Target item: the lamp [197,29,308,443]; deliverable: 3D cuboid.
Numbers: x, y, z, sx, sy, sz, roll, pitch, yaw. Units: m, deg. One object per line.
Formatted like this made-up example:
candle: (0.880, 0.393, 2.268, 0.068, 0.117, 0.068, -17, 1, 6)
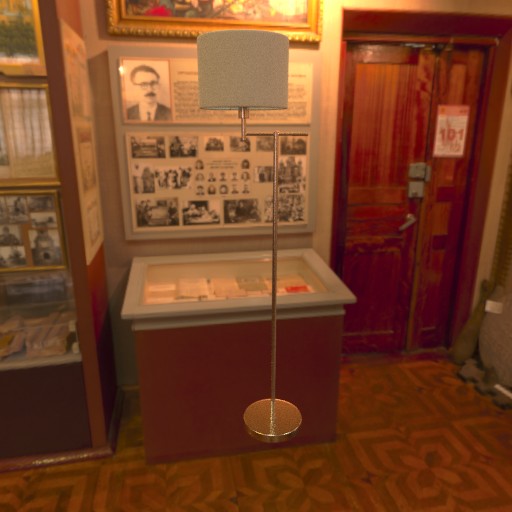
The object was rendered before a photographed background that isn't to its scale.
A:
lamp: (0.000, 0.000, 1.794, 0.416, 1.600, 0.324, -2, 17, -8)
